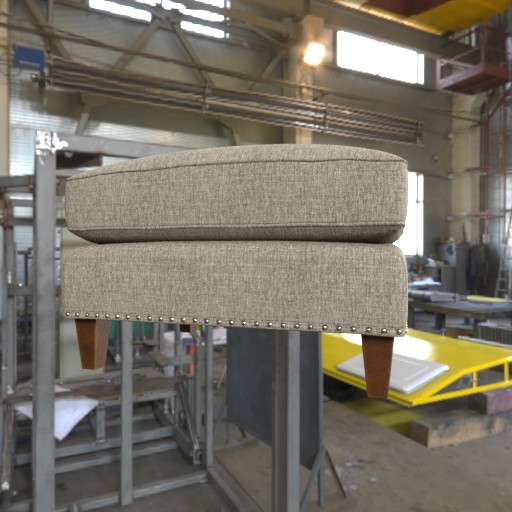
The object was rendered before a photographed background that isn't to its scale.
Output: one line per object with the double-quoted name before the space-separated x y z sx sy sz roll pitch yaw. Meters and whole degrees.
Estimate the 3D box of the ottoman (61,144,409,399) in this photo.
"ottoman" 0.000 0.000 1.150 0.741 0.513 0.584 0 1 18
